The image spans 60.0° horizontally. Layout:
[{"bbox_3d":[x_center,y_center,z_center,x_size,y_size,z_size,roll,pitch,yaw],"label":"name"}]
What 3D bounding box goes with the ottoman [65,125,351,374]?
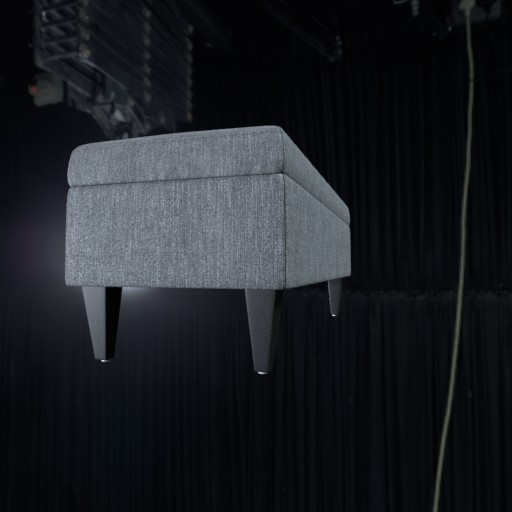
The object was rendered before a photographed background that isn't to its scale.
[{"bbox_3d":[0.000,0.000,1.391,0.482,0.469,1.151,0,-1,18],"label":"ottoman"}]
